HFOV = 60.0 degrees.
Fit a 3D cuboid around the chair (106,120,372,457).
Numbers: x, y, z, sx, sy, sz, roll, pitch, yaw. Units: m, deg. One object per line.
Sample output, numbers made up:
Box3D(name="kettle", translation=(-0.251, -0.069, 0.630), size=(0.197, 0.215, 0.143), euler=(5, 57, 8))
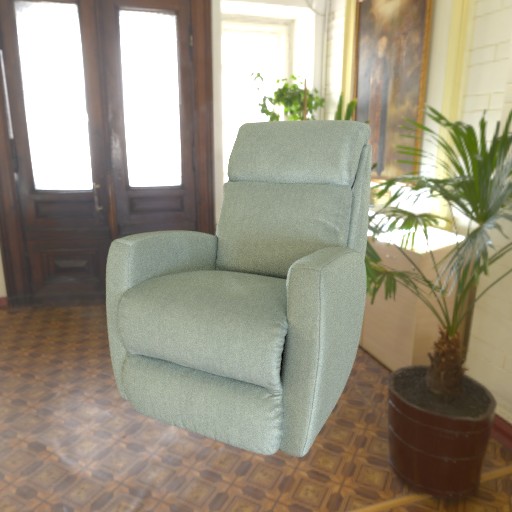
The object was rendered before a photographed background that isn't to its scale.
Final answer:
Box3D(name="chair", translation=(0.000, 0.000, 1.683), size=(0.812, 1.013, 0.940), euler=(7, 16, 26))
